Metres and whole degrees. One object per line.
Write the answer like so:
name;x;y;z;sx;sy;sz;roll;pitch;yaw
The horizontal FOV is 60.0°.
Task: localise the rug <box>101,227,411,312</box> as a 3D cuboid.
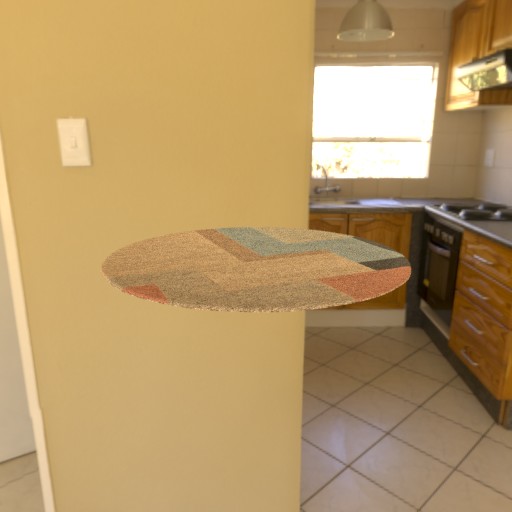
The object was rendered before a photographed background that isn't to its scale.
rug;0.000;0.000;3.706;2.461;0.033;2.461;0;15;0
